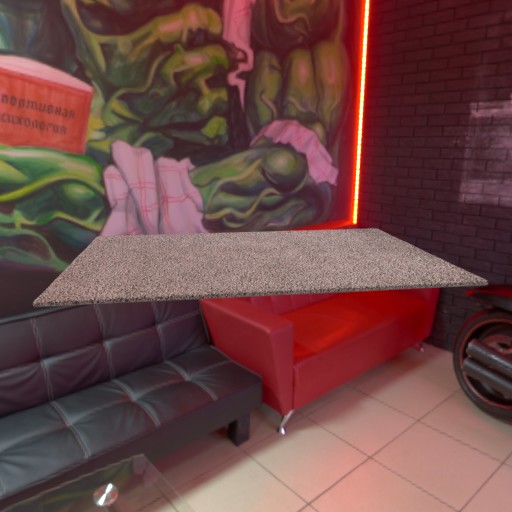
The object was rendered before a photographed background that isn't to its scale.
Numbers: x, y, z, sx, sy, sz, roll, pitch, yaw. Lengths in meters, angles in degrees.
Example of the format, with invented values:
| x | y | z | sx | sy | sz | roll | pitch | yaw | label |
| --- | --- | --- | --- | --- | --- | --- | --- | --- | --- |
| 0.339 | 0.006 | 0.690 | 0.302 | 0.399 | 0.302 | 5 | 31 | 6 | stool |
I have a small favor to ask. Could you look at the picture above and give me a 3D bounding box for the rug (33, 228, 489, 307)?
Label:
| x | y | z | sx | sy | sz | roll | pitch | yaw | label |
| --- | --- | --- | --- | --- | --- | --- | --- | --- | --- |
| 0.000 | 0.000 | 3.471 | 2.743 | 0.030 | 1.778 | -2 | 15 | -8 | rug |
